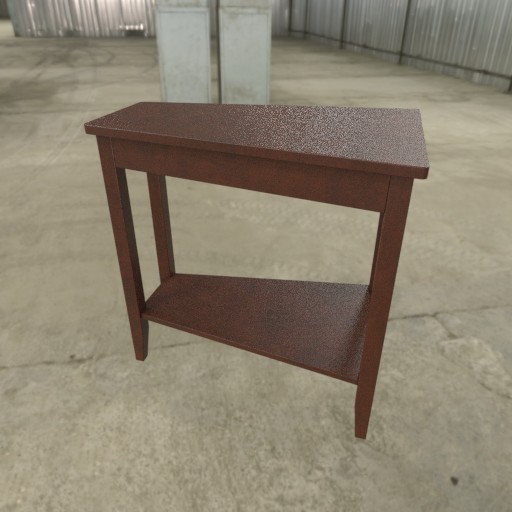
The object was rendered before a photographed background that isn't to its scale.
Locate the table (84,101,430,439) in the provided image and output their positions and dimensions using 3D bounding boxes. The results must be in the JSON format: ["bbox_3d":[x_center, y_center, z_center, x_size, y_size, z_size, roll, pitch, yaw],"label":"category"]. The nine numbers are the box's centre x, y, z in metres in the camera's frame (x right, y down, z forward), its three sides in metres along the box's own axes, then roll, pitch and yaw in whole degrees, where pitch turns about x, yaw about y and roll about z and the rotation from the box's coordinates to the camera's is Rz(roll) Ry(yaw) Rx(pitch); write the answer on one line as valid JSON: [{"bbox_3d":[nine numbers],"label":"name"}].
[{"bbox_3d":[0.000,0.000,0.986,0.605,0.589,0.399,8,31,14],"label":"table"}]
